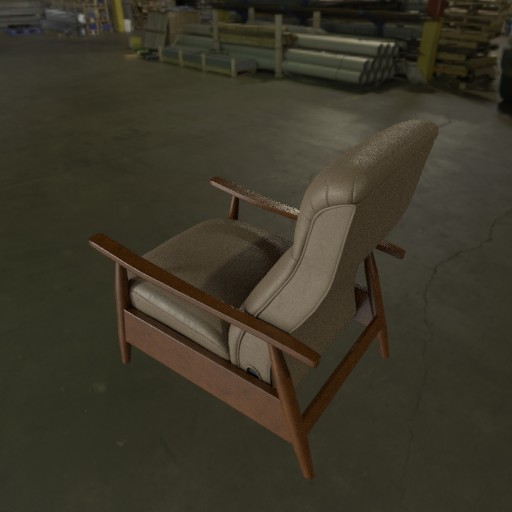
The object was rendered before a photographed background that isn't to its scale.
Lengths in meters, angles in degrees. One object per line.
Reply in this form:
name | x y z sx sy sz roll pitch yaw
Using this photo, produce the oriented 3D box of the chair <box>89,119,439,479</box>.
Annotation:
chair | 0.000 0.000 1.716 1.014 1.082 0.762 21 37 29
